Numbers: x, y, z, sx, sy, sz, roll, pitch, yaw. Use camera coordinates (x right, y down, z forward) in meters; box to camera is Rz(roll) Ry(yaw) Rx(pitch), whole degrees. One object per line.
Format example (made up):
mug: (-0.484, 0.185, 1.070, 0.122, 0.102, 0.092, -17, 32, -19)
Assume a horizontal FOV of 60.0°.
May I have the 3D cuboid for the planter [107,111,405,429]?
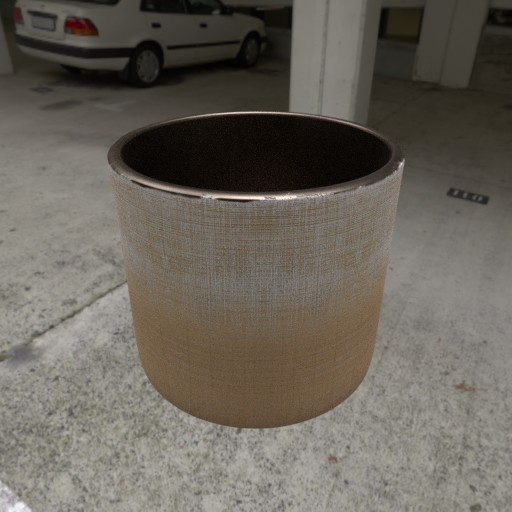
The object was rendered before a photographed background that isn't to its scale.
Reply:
planter: (0.000, 0.000, 0.385, 0.221, 0.201, 0.221, 0, 30, 0)
